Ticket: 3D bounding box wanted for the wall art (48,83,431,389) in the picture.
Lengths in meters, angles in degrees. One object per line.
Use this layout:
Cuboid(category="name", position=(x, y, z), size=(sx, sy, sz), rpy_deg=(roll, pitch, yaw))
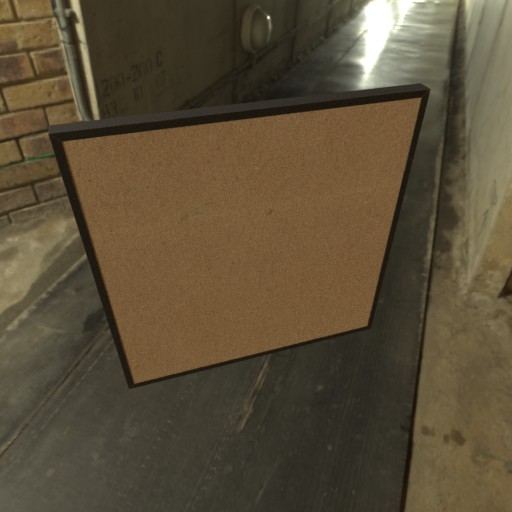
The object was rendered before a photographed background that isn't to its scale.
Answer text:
Cuboid(category="wall art", position=(0.000, 0.000, 1.108), size=(0.762, 0.762, 0.038), rpy_deg=(-11, 41, -13))
